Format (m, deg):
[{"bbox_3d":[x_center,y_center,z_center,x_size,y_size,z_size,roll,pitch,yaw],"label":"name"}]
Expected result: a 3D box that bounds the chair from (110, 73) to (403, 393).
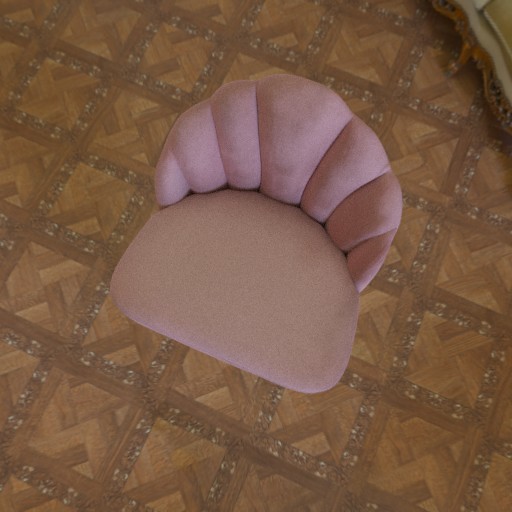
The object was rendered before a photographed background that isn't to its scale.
[{"bbox_3d":[0.000,0.000,1.246,0.657,0.819,0.599,22,75,6],"label":"chair"}]
